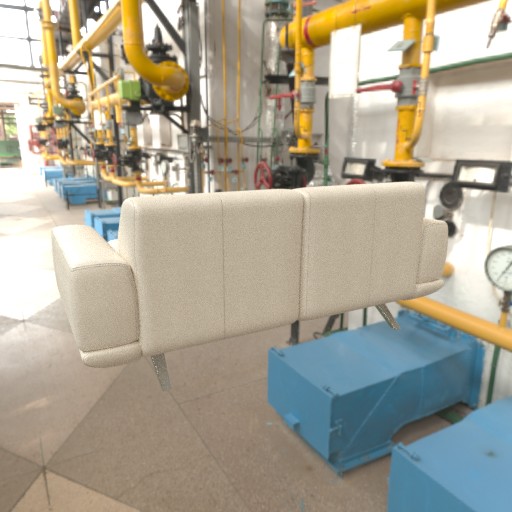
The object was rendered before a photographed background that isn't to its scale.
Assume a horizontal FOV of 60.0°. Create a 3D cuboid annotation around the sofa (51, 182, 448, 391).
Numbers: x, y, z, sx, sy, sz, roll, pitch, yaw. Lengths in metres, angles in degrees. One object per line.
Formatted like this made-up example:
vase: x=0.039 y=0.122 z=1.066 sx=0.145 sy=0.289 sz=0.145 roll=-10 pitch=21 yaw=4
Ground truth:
sofa: x=0.000 y=0.000 z=2.332 sx=1.901 sy=0.772 sz=0.900 roll=-8 pitch=16 yaw=-27
